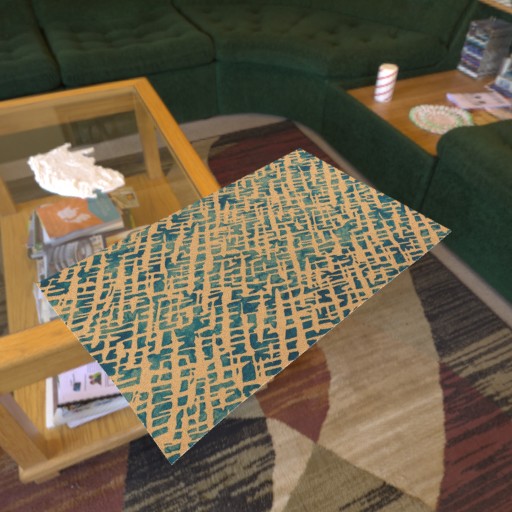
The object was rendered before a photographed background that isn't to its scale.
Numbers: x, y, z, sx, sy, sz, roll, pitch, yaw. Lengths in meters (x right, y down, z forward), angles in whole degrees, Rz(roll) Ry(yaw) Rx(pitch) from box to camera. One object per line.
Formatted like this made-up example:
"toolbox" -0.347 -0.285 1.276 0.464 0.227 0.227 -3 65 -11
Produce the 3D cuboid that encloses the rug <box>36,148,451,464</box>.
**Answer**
"rug" 0.000 0.000 3.030 2.447 0.011 1.520 -32 53 -28
